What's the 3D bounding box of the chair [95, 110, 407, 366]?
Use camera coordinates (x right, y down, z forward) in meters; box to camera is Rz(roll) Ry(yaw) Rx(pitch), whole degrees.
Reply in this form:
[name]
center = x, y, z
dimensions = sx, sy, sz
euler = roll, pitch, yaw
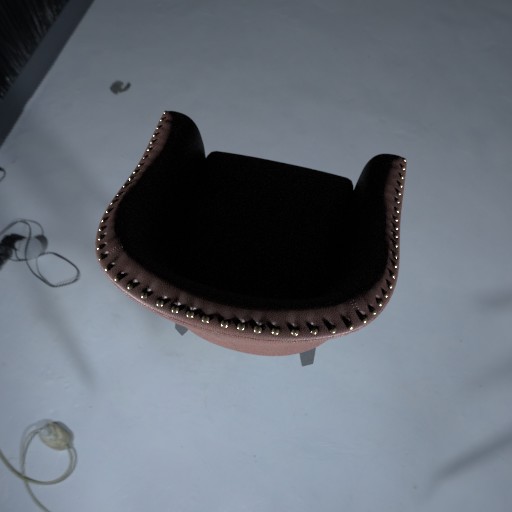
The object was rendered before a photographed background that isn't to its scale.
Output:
[chair]
center = 0.000, 0.000, 1.451
dimensions = 0.794, 0.823, 0.748
euler = 13, 66, 6
